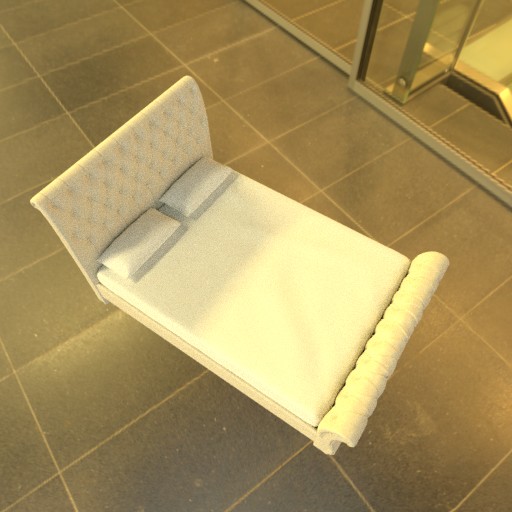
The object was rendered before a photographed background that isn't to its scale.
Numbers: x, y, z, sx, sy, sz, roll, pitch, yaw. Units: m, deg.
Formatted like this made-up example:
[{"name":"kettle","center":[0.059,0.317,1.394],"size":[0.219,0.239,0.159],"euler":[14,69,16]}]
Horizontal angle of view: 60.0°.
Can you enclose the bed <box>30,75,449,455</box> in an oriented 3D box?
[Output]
[{"name":"bed","center":[0.000,0.000,3.368],"size":[2.493,1.268,1.606],"euler":[29,61,18]}]
